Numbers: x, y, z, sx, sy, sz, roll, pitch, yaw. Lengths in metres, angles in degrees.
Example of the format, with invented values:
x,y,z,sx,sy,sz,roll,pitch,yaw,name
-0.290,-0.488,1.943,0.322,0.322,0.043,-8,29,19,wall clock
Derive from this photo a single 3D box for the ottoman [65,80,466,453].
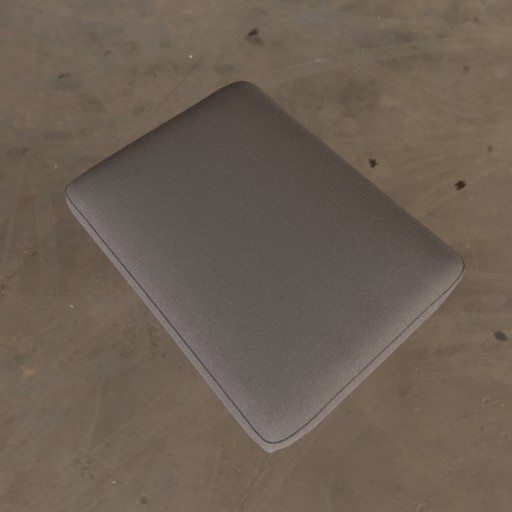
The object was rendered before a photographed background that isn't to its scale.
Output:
x,y,z,sx,sy,sz,roll,pitch,yaw,name
0.000,0.000,1.168,0.608,0.449,0.811,-37,69,-17,ottoman
